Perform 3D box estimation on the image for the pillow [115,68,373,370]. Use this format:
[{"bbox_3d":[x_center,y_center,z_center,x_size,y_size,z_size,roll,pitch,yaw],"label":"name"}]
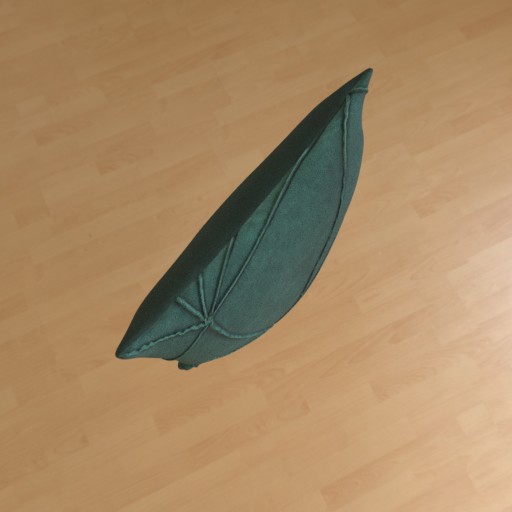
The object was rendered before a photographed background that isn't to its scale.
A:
[{"bbox_3d":[0.000,0.000,0.678,0.184,0.440,0.439,38,78,9],"label":"pillow"}]
